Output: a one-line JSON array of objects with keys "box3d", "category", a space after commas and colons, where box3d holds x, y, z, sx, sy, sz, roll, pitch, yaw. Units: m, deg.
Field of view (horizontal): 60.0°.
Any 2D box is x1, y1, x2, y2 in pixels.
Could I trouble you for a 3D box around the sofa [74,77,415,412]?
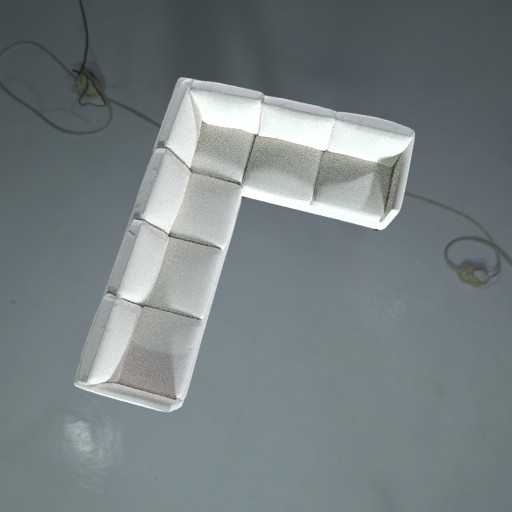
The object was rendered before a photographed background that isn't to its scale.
[{"box3d": [0.000, 0.000, 4.478, 2.593, 0.947, 3.302, 14, 76, 4], "category": "sofa"}]
